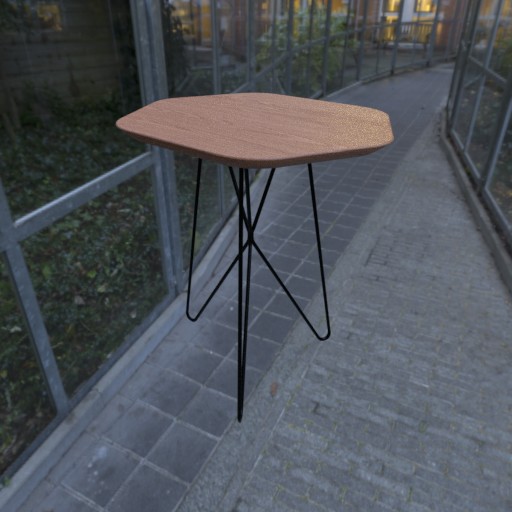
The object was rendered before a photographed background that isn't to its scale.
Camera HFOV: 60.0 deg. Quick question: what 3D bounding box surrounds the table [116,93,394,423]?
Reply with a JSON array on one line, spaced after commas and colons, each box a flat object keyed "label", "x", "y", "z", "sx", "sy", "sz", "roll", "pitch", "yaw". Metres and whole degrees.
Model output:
[{"label": "table", "x": 0.000, "y": 0.000, "z": 0.916, "sx": 0.500, "sy": 0.562, "sz": 0.400, "roll": 22, "pitch": 37, "yaw": 34}]
